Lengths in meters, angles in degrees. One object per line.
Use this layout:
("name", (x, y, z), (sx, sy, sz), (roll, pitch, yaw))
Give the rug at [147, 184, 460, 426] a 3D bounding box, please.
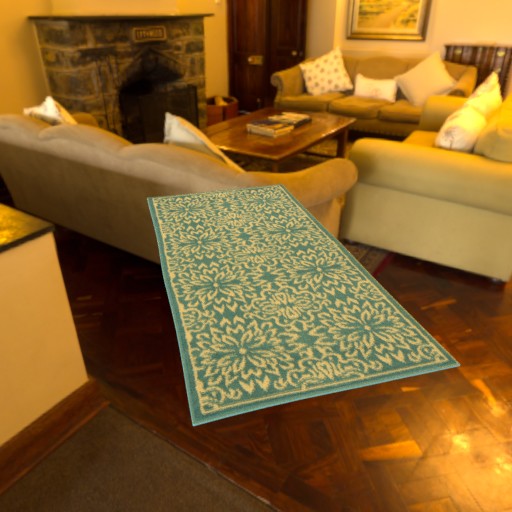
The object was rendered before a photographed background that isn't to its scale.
("rug", (0.000, 0.000, 1.432), (0.604, 0.007, 1.219), (-8, 30, -14))
